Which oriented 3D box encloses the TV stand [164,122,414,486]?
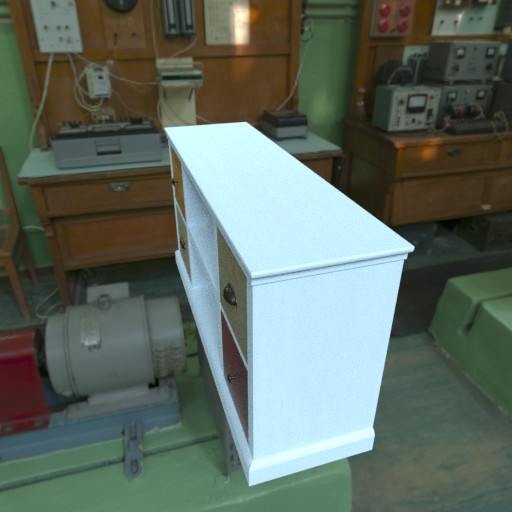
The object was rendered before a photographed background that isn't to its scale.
[{"bbox_3d":[0.000,0.000,1.499,0.424,0.624,1.187,-9,30,-15],"label":"TV stand"}]
